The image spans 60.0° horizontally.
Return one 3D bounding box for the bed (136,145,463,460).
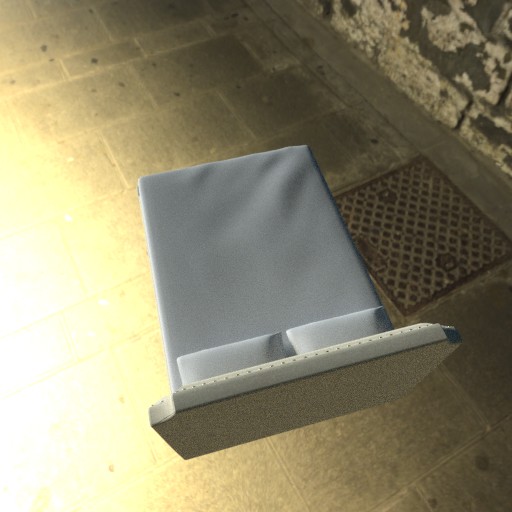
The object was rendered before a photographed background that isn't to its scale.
[{"bbox_3d":[0.000,0.000,3.411,1.713,1.457,2.381,-13,59,-8],"label":"bed"}]
